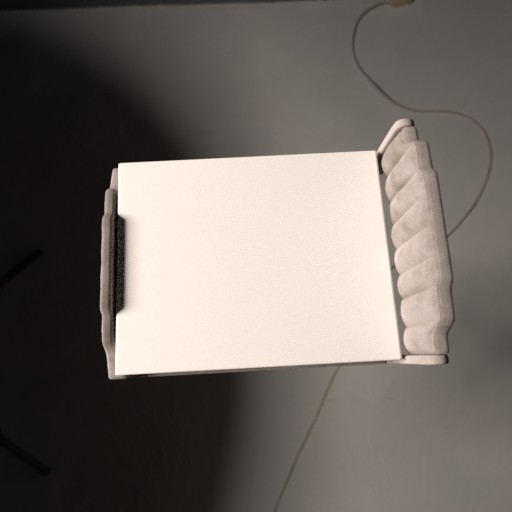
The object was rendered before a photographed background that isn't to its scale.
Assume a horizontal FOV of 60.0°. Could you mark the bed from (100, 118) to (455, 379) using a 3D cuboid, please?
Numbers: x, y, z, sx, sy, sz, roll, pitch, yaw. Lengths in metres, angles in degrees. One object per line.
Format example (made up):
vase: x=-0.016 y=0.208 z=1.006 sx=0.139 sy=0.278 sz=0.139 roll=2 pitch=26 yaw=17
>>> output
bed: x=0.000 y=0.000 z=3.301 sx=2.340 sy=1.245 sz=1.676 roll=-3 pitch=77 yaw=-1
